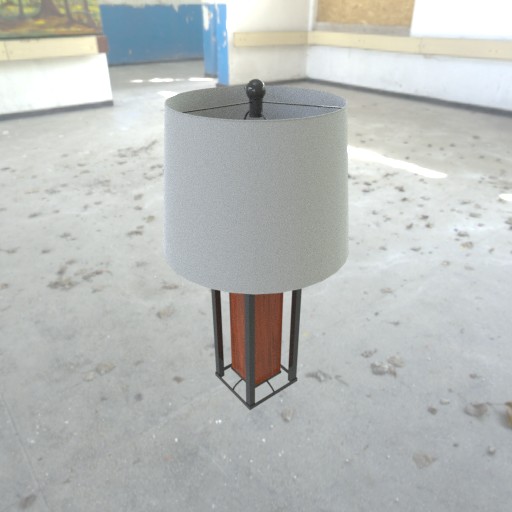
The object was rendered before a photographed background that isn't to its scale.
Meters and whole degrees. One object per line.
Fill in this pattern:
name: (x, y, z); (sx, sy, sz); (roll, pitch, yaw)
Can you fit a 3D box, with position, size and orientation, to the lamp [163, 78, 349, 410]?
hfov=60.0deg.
lamp: (0.000, 0.000, 0.788); (0.320, 0.591, 0.320); (0, 30, 0)
